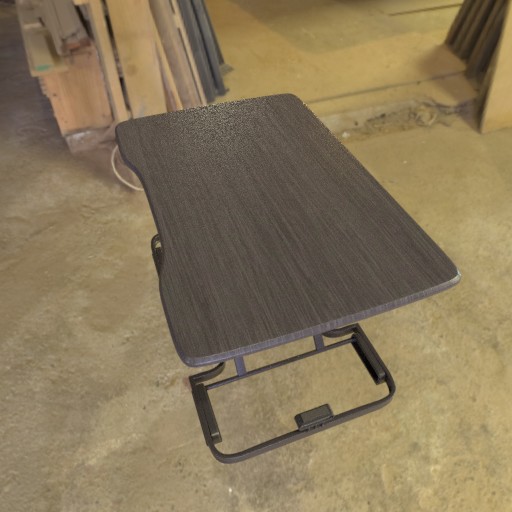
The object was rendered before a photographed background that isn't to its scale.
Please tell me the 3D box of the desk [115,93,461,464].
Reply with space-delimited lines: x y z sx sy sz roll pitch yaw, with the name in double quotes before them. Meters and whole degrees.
"desk" 0.000 0.000 1.180 0.546 0.470 0.820 -15 47 -14
